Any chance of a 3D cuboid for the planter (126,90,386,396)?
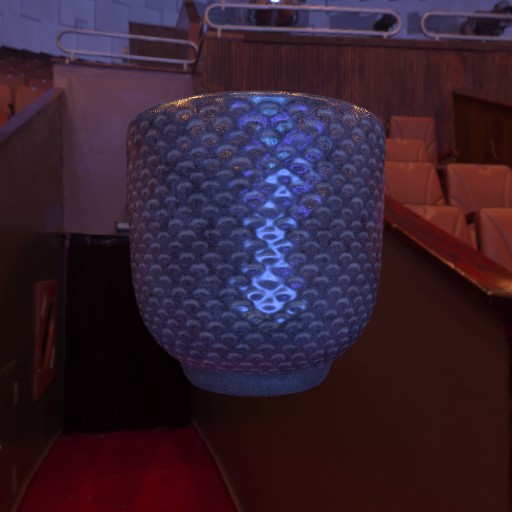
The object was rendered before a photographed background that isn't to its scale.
[{"bbox_3d":[0.000,0.000,0.350,0.197,0.191,0.197,0,0,0],"label":"planter"}]
